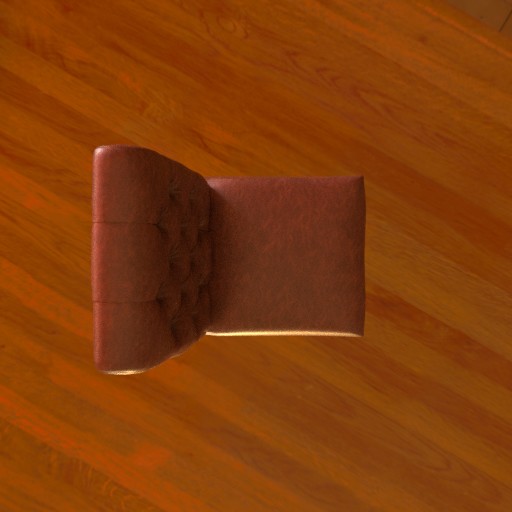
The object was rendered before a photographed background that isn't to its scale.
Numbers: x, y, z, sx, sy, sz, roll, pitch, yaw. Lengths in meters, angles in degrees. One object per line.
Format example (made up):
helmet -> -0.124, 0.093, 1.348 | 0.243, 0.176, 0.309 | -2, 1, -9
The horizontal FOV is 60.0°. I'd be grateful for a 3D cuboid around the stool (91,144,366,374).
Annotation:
stool -> 0.000, 0.000, 1.408 | 0.660, 1.084, 0.486 | 0, 91, 1
